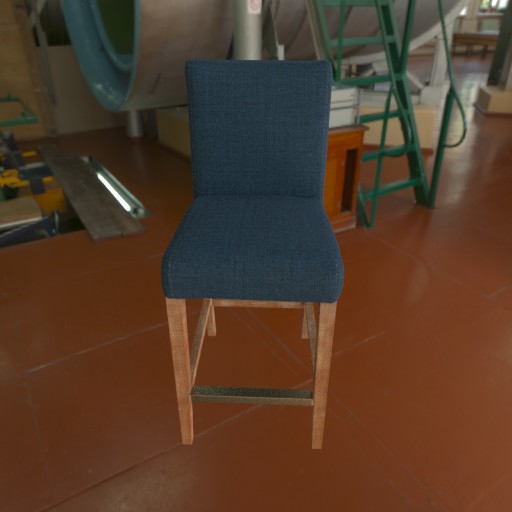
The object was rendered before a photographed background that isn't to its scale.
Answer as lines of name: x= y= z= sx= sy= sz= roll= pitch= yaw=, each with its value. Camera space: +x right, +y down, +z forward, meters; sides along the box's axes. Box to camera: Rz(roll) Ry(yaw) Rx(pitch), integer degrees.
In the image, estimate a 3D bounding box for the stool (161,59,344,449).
stool: x=0.000 y=0.000 z=1.334 sx=0.454 sy=1.039 sz=0.567 roll=1 pitch=30 yaw=2
